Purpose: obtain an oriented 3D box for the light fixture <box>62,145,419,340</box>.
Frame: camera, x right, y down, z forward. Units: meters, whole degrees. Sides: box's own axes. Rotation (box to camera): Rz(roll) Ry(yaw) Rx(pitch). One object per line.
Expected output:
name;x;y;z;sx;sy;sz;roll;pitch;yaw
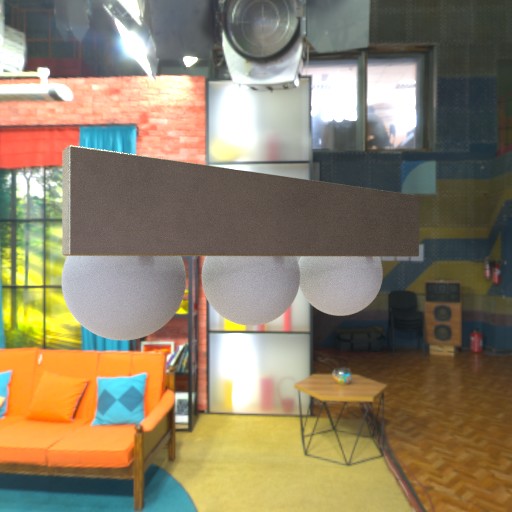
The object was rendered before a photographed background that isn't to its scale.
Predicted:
light fixture;0.000;0.000;0.831;0.721;0.263;0.218;0;0;-37
